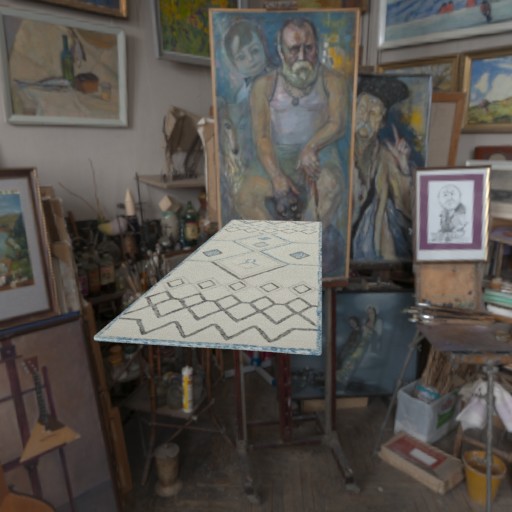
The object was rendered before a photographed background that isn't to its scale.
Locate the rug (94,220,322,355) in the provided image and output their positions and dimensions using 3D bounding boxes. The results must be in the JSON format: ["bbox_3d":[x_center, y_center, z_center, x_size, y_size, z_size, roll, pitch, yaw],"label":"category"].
[{"bbox_3d":[0.000,0.000,2.617,0.770,0.013,2.434,2,14,8],"label":"rug"}]
